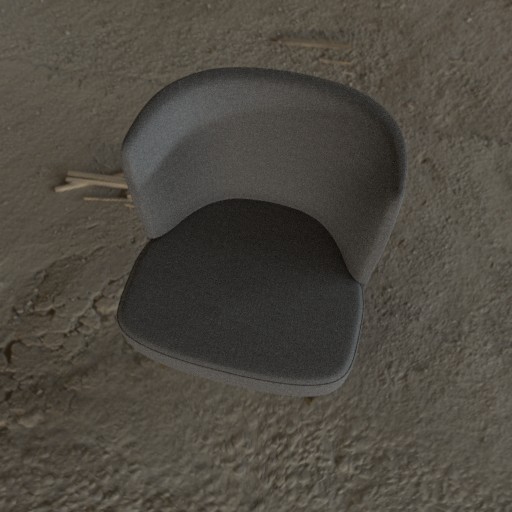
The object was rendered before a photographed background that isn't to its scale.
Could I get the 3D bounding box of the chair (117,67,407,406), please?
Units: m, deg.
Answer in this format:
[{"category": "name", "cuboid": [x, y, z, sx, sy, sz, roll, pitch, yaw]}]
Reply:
[{"category": "chair", "cuboid": [0.000, 0.000, 1.238, 0.639, 0.695, 0.698, 12, 59, 7]}]
